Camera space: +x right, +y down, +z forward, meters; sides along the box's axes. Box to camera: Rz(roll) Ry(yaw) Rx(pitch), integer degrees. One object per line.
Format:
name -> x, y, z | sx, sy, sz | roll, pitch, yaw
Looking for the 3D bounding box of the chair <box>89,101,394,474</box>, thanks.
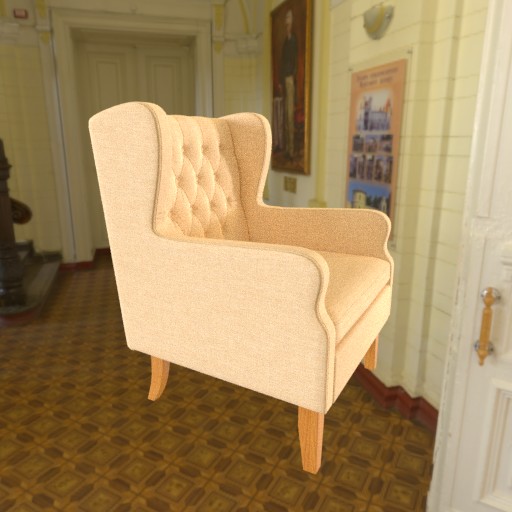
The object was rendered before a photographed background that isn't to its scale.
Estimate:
chair -> 0.000, 0.000, 1.452 | 0.760, 0.930, 0.710 | 8, 17, 27
